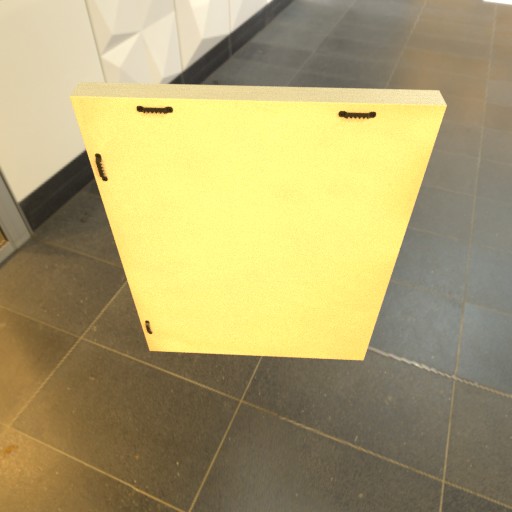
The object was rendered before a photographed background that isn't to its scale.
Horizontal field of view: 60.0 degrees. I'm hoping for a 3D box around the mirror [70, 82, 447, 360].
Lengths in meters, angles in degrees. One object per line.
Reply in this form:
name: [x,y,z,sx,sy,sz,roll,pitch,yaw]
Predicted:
mirror: [0.000,0.000,0.668,0.406,0.509,0.041,2,46,2]
